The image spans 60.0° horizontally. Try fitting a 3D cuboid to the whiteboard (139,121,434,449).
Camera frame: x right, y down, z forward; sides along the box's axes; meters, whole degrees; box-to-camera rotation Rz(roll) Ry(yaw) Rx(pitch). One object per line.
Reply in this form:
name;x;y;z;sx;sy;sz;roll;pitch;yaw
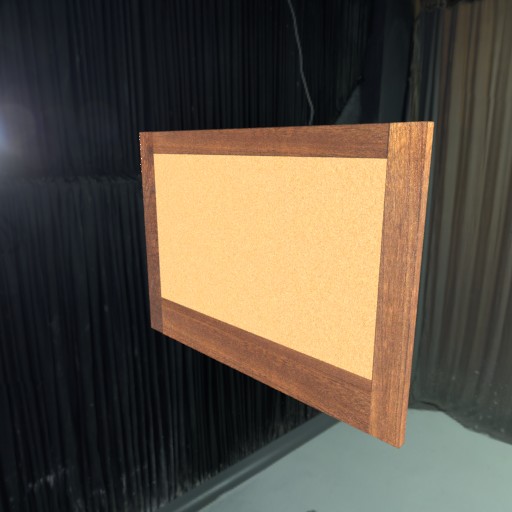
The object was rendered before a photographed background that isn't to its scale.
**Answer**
whiteboard;0.000;0.000;1.013;0.783;0.559;0.083;13;19;42
